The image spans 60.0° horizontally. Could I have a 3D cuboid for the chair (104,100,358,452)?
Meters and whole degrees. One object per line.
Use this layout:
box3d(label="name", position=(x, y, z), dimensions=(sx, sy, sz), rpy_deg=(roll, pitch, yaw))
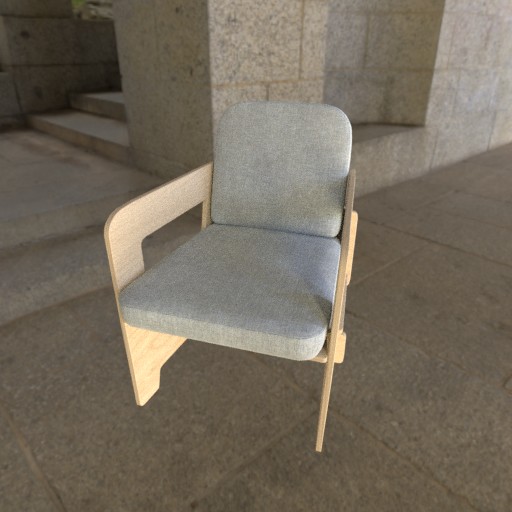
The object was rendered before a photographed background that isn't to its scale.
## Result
box3d(label="chair", position=(0.000, 0.000, 1.308), dimensions=(0.590, 0.800, 0.710), rpy_deg=(8, 27, 16))
